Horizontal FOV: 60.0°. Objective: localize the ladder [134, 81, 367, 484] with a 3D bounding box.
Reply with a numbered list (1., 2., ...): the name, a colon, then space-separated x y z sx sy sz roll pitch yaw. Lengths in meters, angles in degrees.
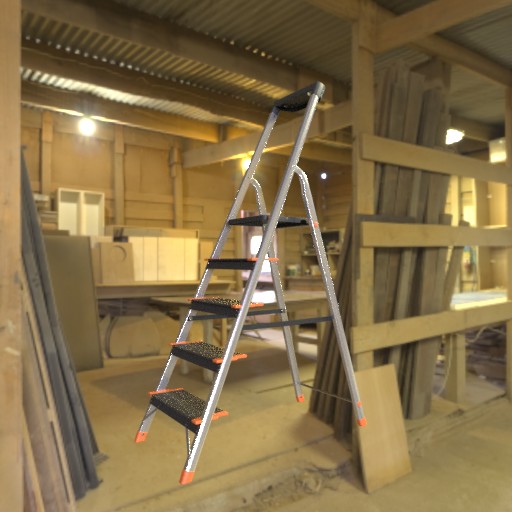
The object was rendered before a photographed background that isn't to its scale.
1. ladder: 0.000 0.000 2.073 0.995 1.646 0.480 0 -1 -36
